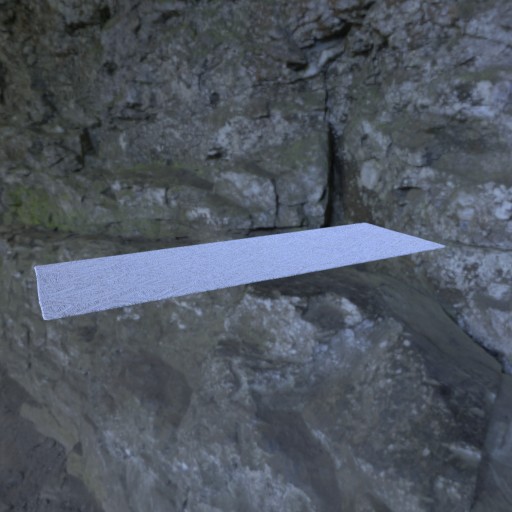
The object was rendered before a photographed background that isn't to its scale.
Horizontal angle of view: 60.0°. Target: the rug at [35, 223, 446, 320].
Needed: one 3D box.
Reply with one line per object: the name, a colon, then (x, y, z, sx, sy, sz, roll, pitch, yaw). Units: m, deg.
rug: (0.000, 0.000, 2.726, 2.436, 0.013, 0.807, -9, 19, -27)
